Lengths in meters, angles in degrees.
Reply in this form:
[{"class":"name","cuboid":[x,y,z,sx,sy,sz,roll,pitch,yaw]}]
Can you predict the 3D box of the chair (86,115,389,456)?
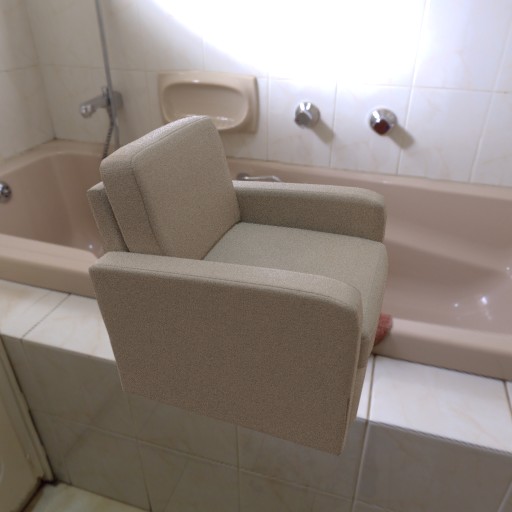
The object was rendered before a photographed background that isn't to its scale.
[{"class":"chair","cuboid":[0.000,0.000,1.546,0.888,0.827,0.755,10,32,17]}]
